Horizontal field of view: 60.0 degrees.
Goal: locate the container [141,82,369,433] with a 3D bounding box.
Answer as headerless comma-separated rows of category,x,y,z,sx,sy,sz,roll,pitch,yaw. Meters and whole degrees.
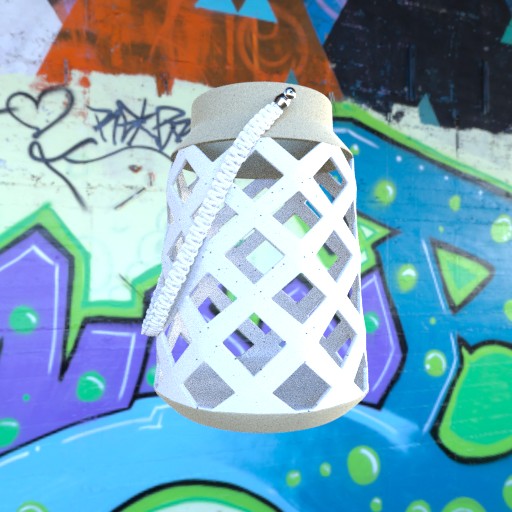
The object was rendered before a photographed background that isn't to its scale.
container,0.000,0.000,0.396,0.198,0.264,0.188,0,-1,-18
